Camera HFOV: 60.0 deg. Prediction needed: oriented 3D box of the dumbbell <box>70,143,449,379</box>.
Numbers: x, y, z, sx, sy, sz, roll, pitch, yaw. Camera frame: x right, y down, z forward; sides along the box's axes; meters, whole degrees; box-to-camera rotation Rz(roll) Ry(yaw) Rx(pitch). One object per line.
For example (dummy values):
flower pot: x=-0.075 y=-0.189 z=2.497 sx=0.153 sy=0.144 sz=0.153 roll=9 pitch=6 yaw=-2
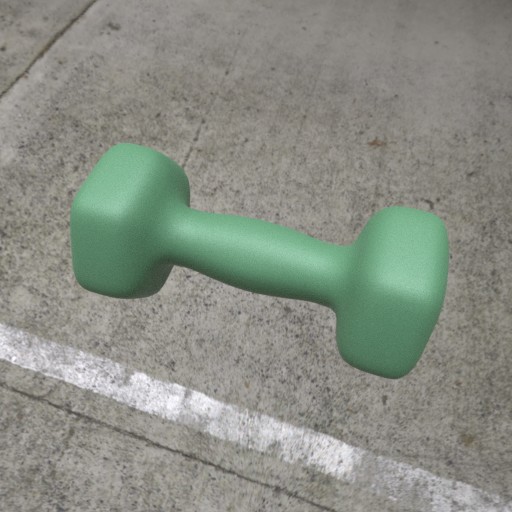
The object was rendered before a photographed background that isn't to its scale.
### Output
dumbbell: x=0.000 y=0.000 z=0.328 sx=0.257 sy=0.114 sz=0.126 roll=15 pitch=59 yaw=9
